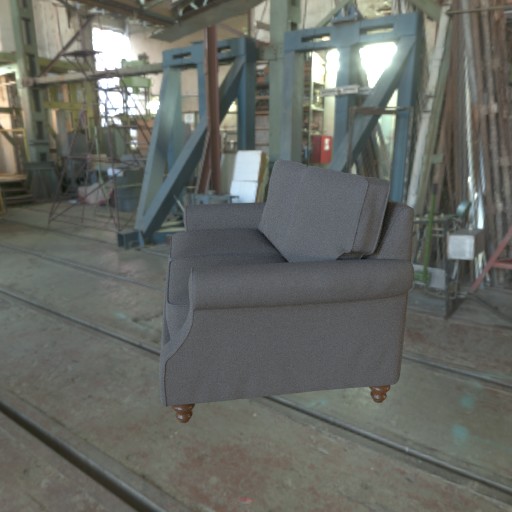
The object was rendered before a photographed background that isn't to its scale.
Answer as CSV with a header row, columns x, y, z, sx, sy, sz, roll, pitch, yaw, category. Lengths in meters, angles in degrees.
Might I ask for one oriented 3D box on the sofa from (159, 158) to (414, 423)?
x,y,z,sx,sy,sz,roll,pitch,yaw,category
0.000,0.000,2.322,0.964,0.937,1.665,-3,15,-9,sofa
